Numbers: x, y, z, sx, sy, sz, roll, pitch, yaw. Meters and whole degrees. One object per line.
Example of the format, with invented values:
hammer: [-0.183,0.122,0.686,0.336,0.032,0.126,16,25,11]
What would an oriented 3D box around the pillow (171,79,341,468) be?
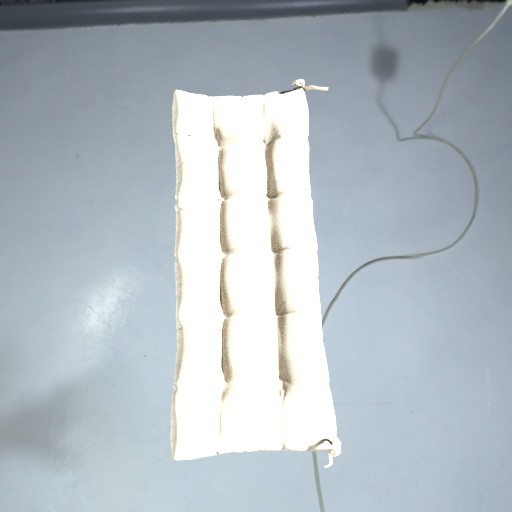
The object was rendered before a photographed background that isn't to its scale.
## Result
pillow: [0.000,0.000,1.333,0.511,0.174,1.194,-3,75,-1]
